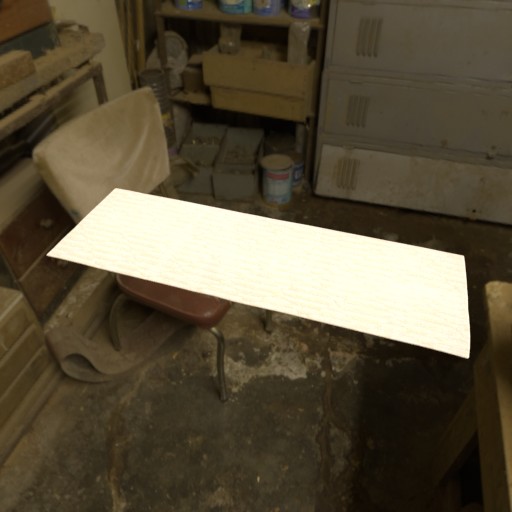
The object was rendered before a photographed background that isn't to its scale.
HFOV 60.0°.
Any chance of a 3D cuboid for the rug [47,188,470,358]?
[{"bbox_3d":[0.000,0.000,2.715,2.450,0.014,0.793,12,43,13],"label":"rug"}]
